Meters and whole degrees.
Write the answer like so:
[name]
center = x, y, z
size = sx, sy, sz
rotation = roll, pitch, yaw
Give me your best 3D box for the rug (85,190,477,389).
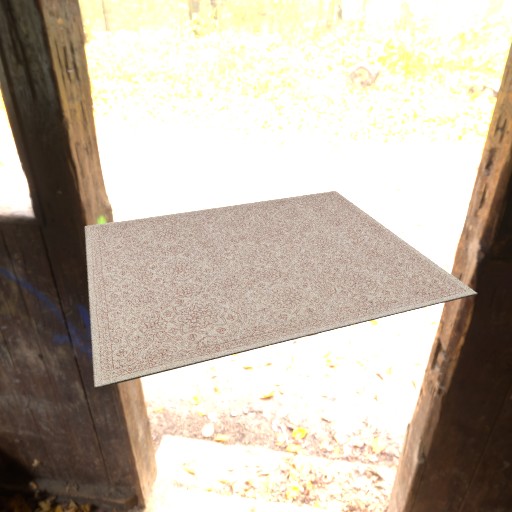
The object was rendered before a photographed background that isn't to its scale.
[rug]
center = 0.000, 0.000, 4.237
size = 3.050, 0.015, 2.441
rotation = -10, 32, -17
